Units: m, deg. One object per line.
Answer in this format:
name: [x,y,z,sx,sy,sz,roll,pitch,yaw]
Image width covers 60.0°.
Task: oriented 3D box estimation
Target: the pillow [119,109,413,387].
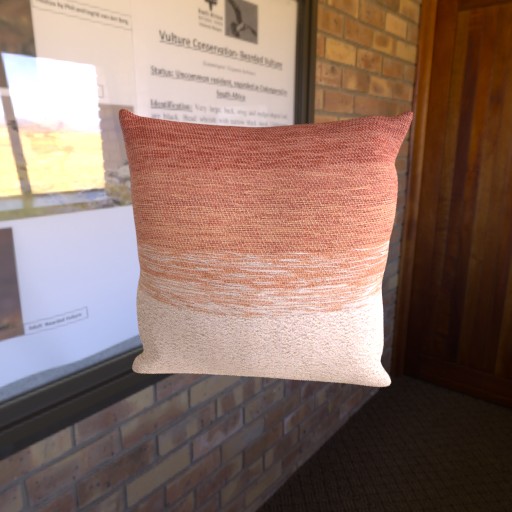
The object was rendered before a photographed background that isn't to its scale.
pillow: [0.000,0.000,0.691,0.440,0.441,0.182,2,14,7]
